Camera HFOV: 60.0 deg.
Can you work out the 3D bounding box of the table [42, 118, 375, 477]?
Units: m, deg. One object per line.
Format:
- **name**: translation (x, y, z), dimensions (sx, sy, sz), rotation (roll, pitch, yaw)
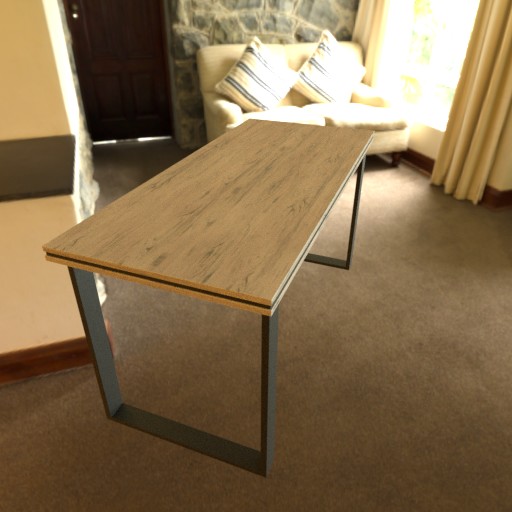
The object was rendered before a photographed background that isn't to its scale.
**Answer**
- **table**: translation (0.000, 0.000, 2.256), dimensions (0.795, 0.899, 1.778), rotation (12, 33, 18)
